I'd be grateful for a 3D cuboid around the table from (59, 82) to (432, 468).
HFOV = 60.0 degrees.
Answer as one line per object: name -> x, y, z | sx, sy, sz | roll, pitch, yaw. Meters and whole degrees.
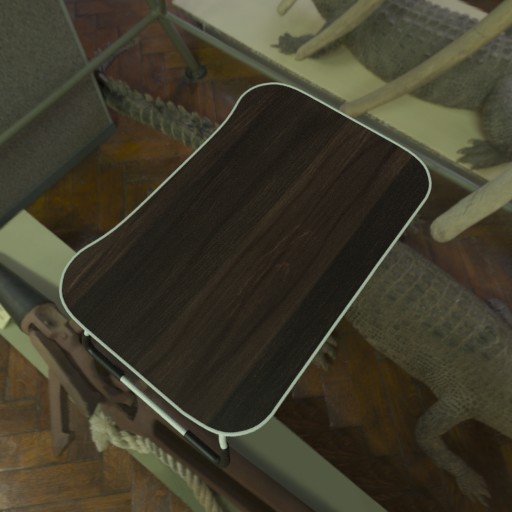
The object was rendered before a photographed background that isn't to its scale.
table -> 0.000, 0.000, 0.844 | 0.400, 0.232, 0.660 | 35, 69, 15
